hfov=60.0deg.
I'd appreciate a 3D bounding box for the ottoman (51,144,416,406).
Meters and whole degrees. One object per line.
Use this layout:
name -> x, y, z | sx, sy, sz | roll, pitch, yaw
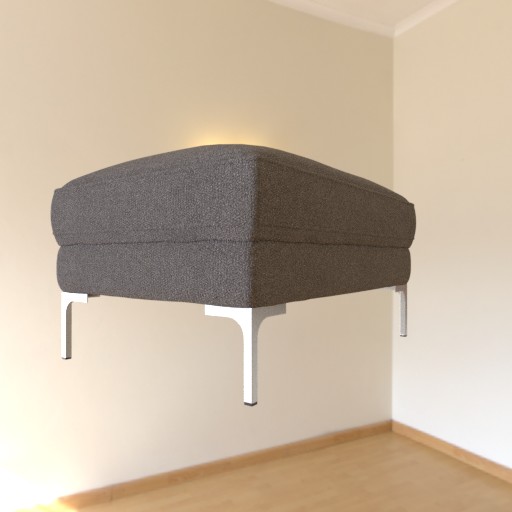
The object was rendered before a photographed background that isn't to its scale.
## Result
ottoman -> 0.000, 0.000, 1.141 | 0.583, 0.464, 0.785 | 0, 0, 36
